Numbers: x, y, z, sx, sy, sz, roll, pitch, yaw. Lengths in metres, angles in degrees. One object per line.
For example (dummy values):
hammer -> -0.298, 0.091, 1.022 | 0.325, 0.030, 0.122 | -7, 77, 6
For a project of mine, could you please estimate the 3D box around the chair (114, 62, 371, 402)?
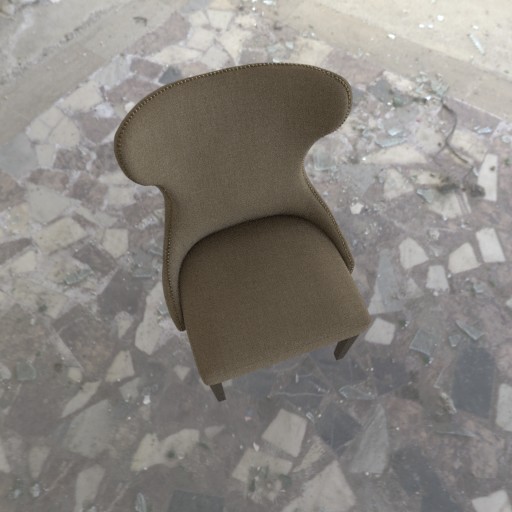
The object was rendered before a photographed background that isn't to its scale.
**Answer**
chair -> 0.000, 0.000, 1.406 | 0.628, 0.967, 0.635 | -17, 64, -8
